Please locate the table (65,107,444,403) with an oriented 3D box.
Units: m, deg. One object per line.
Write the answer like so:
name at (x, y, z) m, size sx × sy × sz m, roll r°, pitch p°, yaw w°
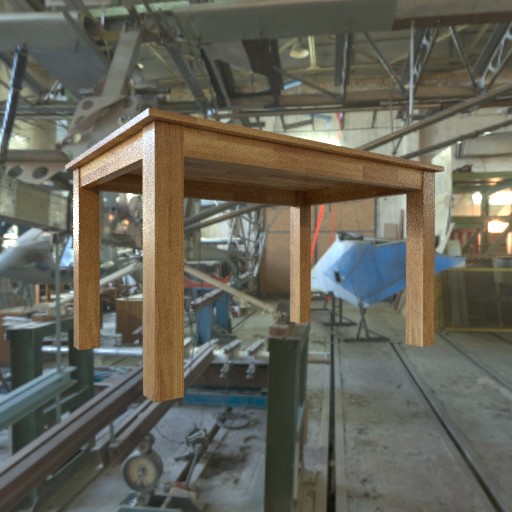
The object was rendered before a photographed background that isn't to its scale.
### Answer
table at (0.000, 0.000, 1.850) m, size 1.300 × 0.750 × 0.900 m, roll 0°, pitch 0°, yaw -36°
